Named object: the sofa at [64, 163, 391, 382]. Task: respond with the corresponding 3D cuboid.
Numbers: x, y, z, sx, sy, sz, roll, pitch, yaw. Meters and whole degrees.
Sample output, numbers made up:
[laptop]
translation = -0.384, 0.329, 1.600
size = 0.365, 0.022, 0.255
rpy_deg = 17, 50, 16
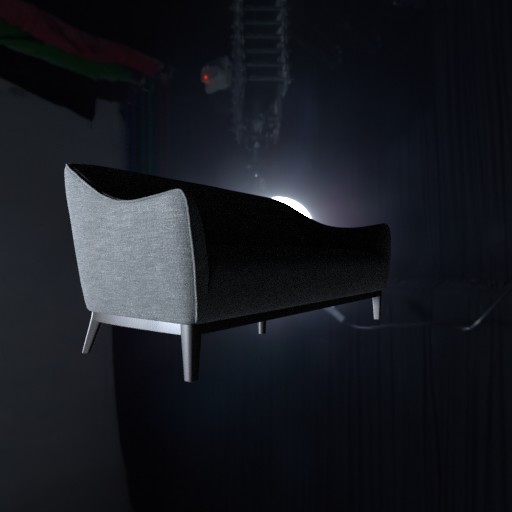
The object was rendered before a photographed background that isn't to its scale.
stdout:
[sofa]
translation = 0.000, 0.000, 2.389
size = 0.867, 0.829, 1.928
rpy_deg = 0, 0, 35
